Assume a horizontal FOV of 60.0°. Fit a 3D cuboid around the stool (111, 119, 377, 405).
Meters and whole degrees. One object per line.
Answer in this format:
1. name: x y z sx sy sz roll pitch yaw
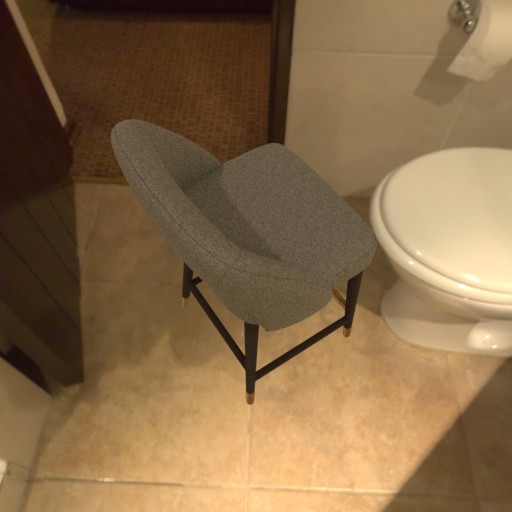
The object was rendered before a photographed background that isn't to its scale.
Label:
1. stool: 0.000 0.000 1.254 0.524 0.925 0.536 -30 62 -18
